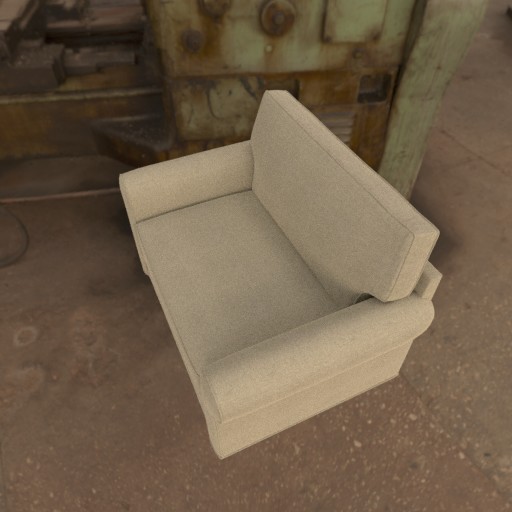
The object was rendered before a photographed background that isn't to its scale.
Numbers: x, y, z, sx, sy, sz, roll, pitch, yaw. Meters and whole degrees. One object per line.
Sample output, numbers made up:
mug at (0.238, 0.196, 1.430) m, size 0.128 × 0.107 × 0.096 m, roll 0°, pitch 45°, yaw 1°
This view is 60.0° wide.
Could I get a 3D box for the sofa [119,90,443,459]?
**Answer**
sofa at (0.000, 0.000, 2.059) m, size 0.936 × 0.991 × 1.405 m, roll -19°, pitch 49°, yaw -17°
